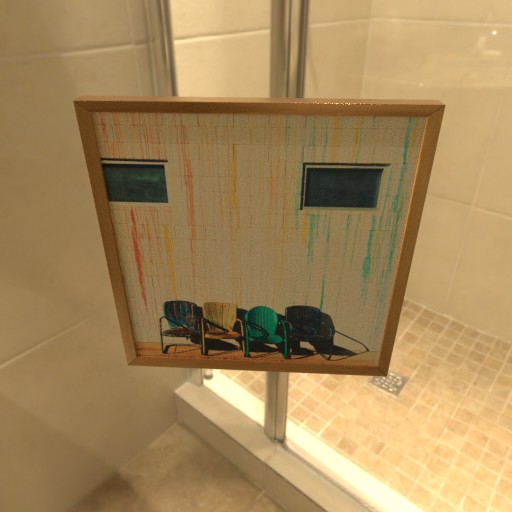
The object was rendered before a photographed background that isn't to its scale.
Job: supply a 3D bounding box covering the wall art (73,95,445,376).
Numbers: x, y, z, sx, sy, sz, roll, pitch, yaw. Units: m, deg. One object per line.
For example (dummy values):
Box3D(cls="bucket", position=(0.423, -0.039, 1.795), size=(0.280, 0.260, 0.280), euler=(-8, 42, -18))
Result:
Box3D(cls="wall art", position=(0.000, 0.000, 0.445), size=(0.302, 0.302, 0.019), euler=(2, 31, 3))
